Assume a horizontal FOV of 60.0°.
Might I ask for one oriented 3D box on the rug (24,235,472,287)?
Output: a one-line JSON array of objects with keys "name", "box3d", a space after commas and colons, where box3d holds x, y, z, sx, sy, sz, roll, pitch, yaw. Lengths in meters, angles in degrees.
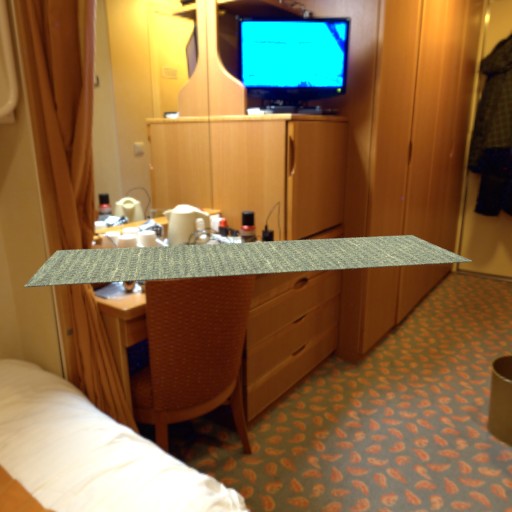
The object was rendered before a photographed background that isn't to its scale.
[{"name": "rug", "box3d": [0.000, 0.000, 2.696, 2.443, 0.008, 0.688, -3, 16, -10]}]
